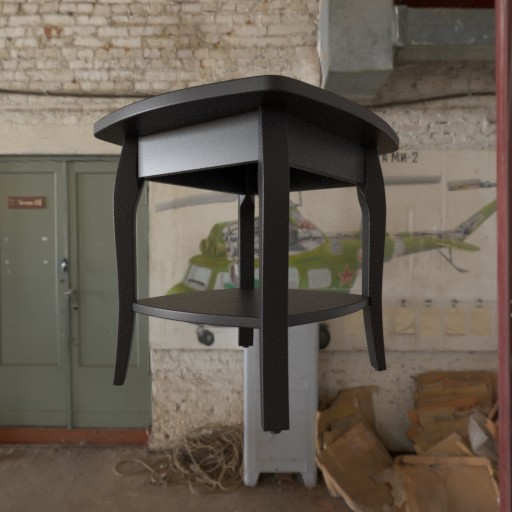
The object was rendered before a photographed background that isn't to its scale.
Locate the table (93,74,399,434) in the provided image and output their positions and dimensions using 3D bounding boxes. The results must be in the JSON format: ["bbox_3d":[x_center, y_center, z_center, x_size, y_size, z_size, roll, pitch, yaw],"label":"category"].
[{"bbox_3d":[0.000,0.000,0.832,0.457,0.457,0.508,1,2,37],"label":"table"}]
